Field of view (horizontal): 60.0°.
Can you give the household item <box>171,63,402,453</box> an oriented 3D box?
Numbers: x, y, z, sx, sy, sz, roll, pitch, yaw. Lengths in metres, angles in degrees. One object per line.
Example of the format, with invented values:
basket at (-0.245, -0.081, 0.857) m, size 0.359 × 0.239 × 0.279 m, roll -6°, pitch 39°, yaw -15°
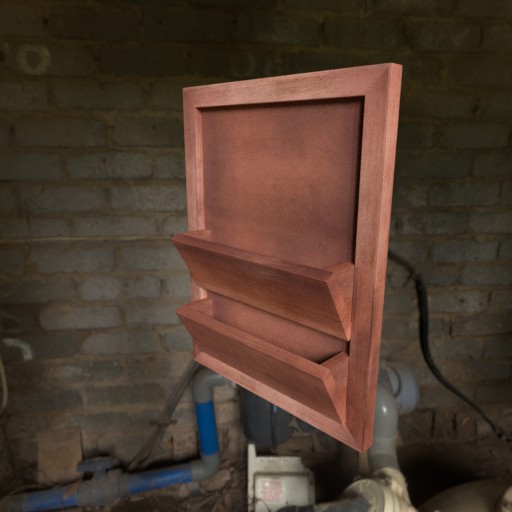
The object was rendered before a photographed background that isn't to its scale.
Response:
household item at (0.000, 0.000, 0.539) m, size 0.310 × 0.407 × 0.067 m, roll 14°, pitch 21°, yaw 43°
